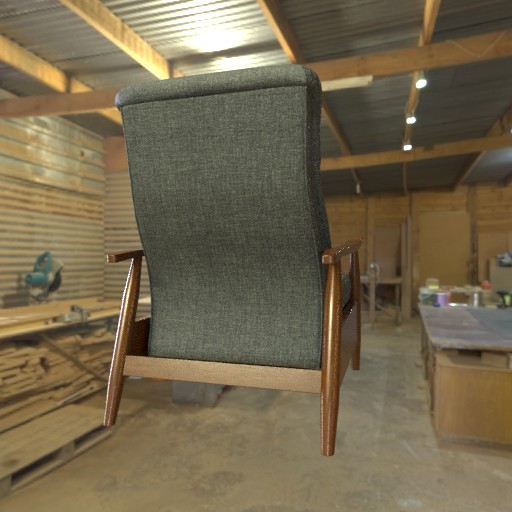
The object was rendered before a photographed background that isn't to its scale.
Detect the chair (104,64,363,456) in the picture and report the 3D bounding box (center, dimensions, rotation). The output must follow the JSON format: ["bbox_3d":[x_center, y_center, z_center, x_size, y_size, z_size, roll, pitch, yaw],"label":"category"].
[{"bbox_3d":[0.000,0.000,1.763,0.762,1.082,1.030,0,0,17],"label":"chair"}]
